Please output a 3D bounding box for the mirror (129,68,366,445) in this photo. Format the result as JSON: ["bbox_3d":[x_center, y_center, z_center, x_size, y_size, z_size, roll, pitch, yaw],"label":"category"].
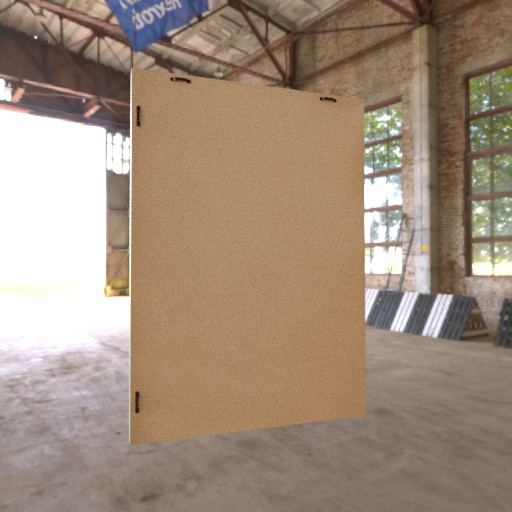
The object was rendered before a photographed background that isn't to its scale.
[{"bbox_3d":[0.000,0.000,0.928,0.507,0.710,0.039,0,-1,-19],"label":"mirror"}]
